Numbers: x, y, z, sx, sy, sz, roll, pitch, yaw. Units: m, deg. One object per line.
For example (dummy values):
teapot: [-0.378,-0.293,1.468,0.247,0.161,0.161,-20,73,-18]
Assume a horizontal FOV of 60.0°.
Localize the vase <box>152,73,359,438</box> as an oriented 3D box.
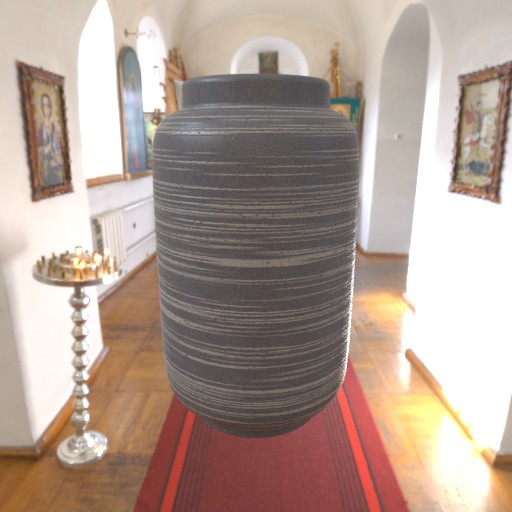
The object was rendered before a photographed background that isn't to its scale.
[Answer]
vase: [0.000,0.000,0.680,0.297,0.499,0.297,0,16,0]
